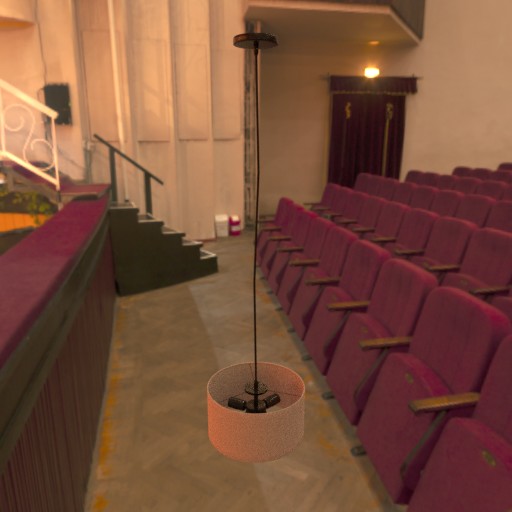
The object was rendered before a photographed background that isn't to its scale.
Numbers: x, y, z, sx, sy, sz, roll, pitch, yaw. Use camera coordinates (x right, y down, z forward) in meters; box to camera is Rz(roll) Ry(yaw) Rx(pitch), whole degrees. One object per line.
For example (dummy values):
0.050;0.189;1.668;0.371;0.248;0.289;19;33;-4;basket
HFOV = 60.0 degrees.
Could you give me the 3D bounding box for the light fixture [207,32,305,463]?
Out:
0.000;0.000;1.681;0.399;1.516;0.399;0;15;0;light fixture
